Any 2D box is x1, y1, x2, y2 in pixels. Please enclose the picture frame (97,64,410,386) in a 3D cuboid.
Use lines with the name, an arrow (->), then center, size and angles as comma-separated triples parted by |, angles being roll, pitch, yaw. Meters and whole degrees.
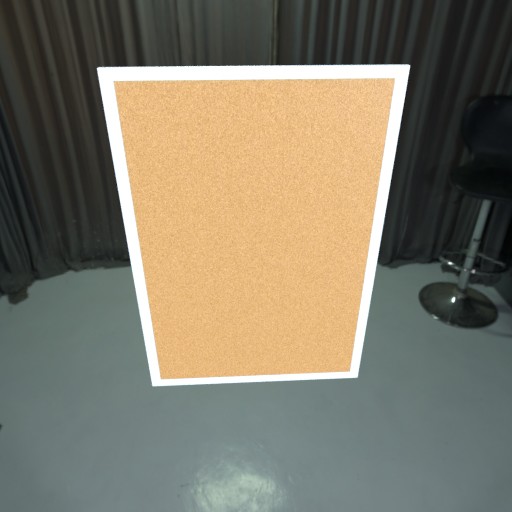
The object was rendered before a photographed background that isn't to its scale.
picture frame -> 0.000, 0.000, 1.182 | 0.659, 0.940, 0.013 | -2, 32, -3
